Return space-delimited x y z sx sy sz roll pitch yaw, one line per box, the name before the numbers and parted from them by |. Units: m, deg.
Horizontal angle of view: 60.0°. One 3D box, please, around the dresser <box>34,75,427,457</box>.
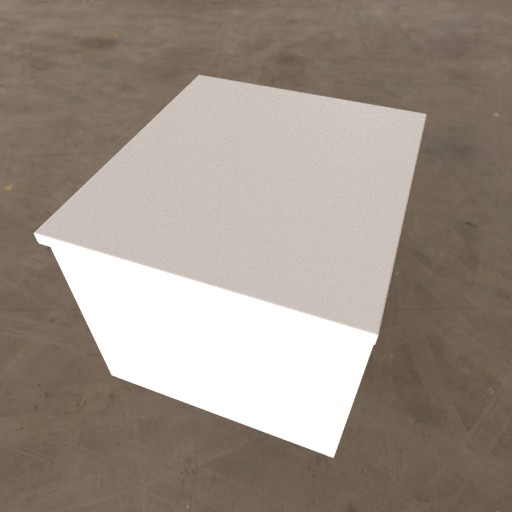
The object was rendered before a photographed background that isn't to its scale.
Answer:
dresser | 0.000 0.000 0.722 0.400 0.360 0.430 15 48 14
